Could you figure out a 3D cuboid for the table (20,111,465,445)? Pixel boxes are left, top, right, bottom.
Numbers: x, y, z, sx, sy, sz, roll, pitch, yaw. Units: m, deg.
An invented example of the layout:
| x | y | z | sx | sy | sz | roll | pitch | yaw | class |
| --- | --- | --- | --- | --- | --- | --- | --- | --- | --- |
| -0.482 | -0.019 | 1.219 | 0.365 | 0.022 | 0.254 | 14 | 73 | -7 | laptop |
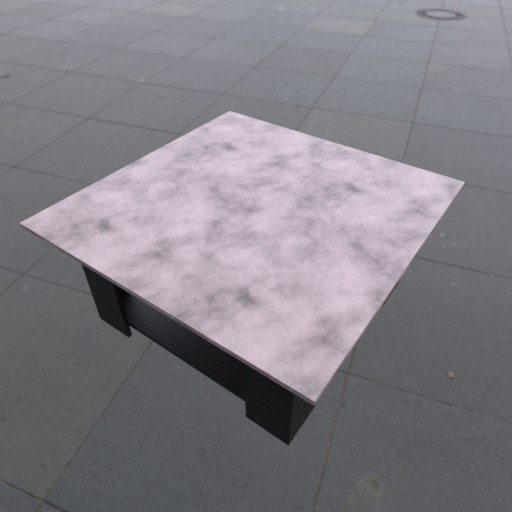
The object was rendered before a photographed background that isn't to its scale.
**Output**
| x | y | z | sx | sy | sz | roll | pitch | yaw | class |
| --- | --- | --- | --- | --- | --- | --- | --- | --- | --- |
| 0.000 | 0.000 | 1.032 | 0.670 | 0.305 | 0.670 | 25 | 47 | 26 | table |
